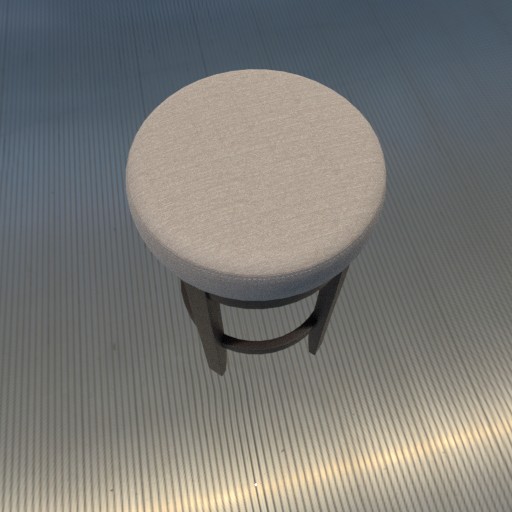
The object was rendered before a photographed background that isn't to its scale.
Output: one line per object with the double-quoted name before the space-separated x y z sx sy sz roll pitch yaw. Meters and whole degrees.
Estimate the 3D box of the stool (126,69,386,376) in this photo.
"stool" 0.000 0.000 1.041 0.443 0.757 0.443 0 63 0
